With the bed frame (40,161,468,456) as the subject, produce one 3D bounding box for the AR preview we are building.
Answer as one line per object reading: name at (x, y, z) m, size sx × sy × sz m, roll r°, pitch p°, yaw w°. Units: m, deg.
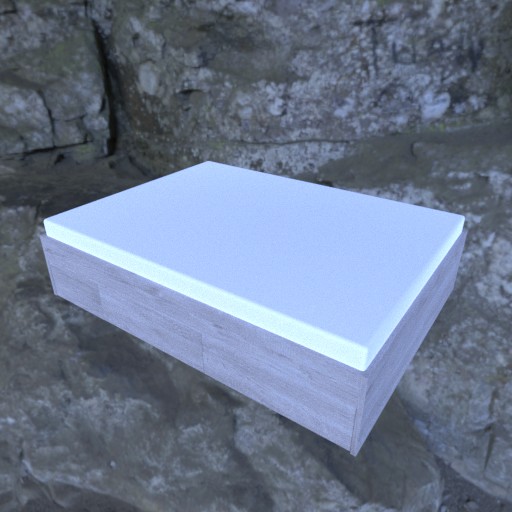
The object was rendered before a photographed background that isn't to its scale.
bed frame at (0.000, 0.000, 2.579) m, size 1.944 × 0.490 × 1.448 m, roll 18°, pitch 33°, yaw 30°
